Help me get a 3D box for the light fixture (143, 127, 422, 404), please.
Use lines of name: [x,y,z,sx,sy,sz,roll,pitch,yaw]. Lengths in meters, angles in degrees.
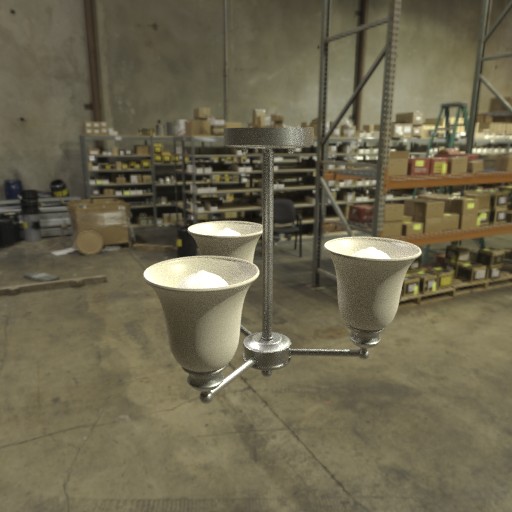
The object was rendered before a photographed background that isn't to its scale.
light fixture: [0.000,0.000,0.672,0.388,0.370,0.354,-7,17,-26]
